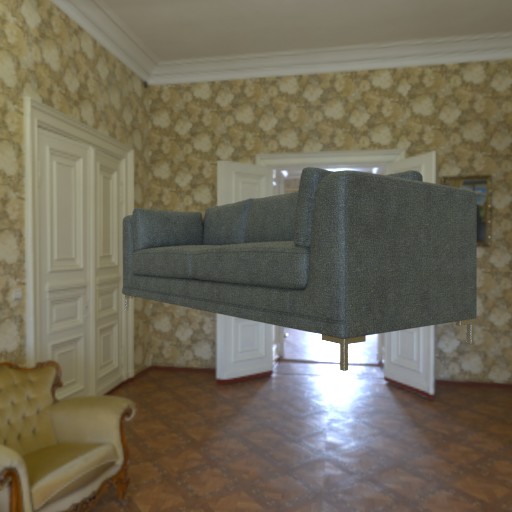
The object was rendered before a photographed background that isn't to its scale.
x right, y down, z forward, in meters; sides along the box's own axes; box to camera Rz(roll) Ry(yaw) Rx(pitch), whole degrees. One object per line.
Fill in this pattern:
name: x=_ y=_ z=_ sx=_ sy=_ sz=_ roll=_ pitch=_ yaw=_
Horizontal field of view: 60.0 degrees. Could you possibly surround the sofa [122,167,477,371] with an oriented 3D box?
sofa: x=0.000 y=0.000 z=2.891 sx=0.969 sy=0.867 sz=2.415 roll=0 pitch=0 yaw=-36
